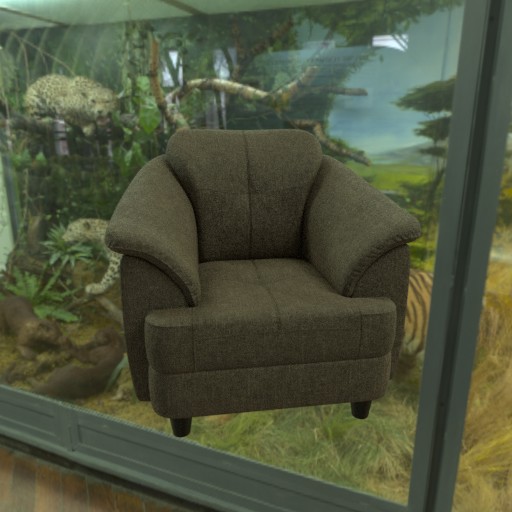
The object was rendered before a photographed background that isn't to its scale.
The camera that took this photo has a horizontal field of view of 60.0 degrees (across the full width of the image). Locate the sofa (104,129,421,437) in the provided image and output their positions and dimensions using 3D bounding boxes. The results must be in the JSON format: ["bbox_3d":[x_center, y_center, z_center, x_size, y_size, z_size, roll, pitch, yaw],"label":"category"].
[{"bbox_3d":[0.000,0.000,1.467,0.870,0.811,0.794,-2,16,-8],"label":"sofa"}]
